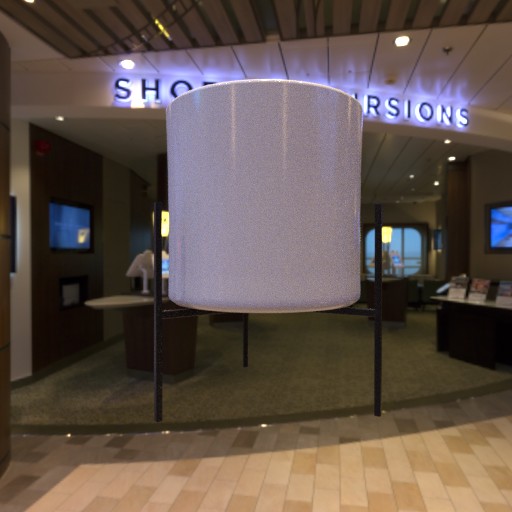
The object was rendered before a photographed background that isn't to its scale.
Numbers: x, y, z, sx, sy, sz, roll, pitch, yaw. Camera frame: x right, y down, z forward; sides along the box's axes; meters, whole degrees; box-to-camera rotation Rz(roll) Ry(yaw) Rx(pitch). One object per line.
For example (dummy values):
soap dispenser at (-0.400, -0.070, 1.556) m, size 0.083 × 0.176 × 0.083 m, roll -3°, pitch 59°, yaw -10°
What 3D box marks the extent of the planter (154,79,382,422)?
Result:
planter at (0.000, 0.000, 0.748) m, size 0.361 × 0.480 × 0.360 m, roll 0°, pitch 1°, yaw -36°
